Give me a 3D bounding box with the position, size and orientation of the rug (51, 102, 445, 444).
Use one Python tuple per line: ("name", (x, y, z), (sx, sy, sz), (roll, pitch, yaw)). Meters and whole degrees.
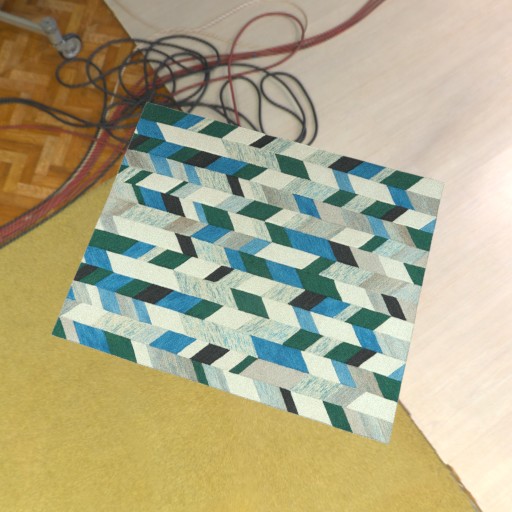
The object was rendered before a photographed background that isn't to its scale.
("rug", (0.000, 0.000, 4.058), (3.036, 0.008, 2.440), (16, 76, 4))
